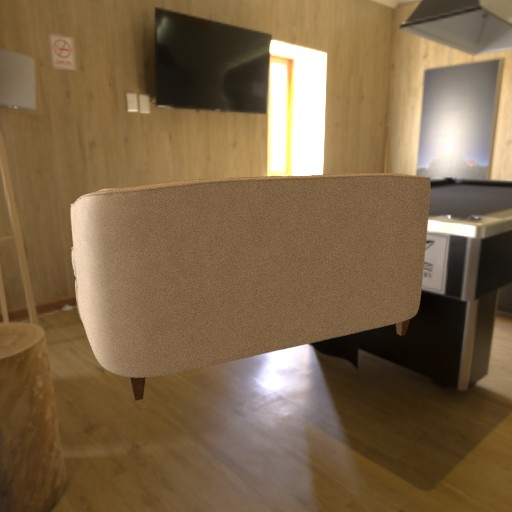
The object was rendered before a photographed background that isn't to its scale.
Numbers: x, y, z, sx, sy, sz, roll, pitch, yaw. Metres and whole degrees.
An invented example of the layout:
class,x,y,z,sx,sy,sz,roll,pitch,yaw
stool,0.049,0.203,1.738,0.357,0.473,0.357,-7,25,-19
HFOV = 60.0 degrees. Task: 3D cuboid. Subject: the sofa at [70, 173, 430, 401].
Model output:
class,x,y,z,sx,sy,sz,roll,pitch,yaw
sofa,0.000,0.000,2.309,1.731,0.878,0.940,-7,16,-25
